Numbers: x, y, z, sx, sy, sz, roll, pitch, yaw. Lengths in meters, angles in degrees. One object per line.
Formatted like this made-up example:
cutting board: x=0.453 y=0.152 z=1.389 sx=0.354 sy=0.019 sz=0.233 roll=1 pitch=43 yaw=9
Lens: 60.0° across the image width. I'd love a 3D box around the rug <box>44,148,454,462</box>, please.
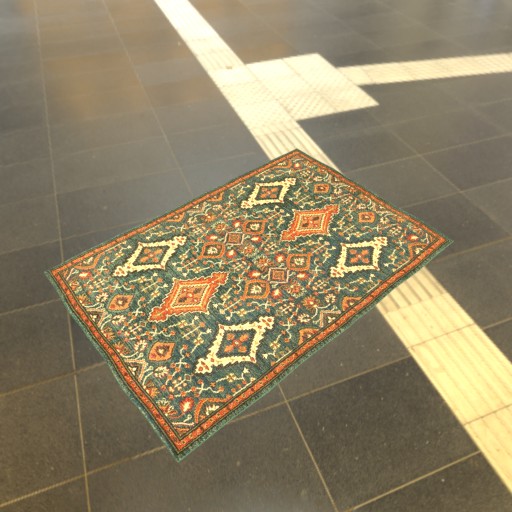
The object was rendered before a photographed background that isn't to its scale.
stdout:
rug: x=0.000 y=0.000 z=3.055 sx=2.373 sy=0.009 sz=1.622 roll=-31 pitch=53 yaw=-27
